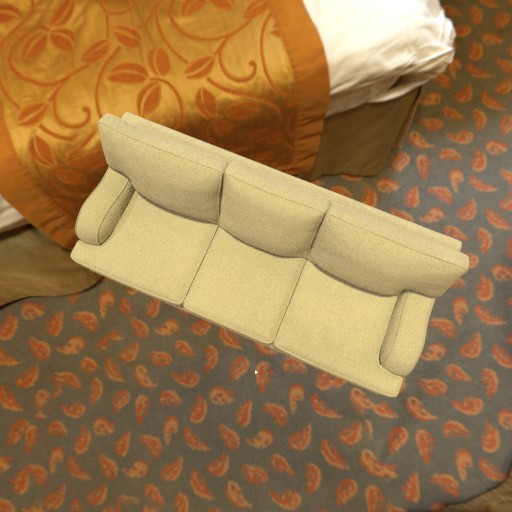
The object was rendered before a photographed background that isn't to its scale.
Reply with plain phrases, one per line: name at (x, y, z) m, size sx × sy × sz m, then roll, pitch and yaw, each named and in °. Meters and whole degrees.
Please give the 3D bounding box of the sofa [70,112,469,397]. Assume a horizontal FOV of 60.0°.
sofa at (0.000, 0.000, 2.924) m, size 2.323 × 0.991 × 1.016 m, roll 22°, pitch 76°, yaw 6°
